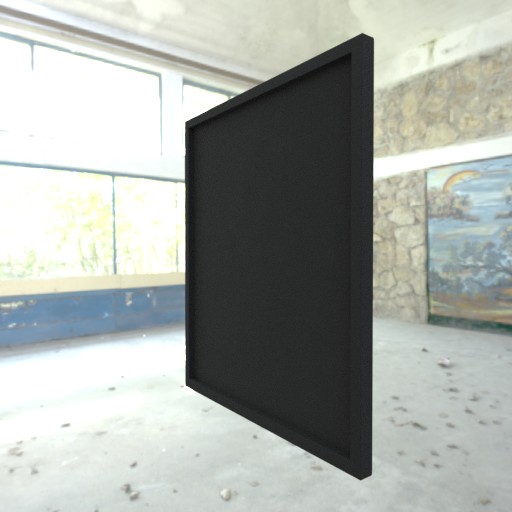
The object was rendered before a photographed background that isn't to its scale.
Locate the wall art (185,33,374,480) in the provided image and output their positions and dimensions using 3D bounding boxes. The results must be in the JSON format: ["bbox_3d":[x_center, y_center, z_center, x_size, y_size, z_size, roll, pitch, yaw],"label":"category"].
[{"bbox_3d":[0.000,0.000,0.682,0.021,0.508,0.432,-1,1,-36],"label":"wall art"}]
